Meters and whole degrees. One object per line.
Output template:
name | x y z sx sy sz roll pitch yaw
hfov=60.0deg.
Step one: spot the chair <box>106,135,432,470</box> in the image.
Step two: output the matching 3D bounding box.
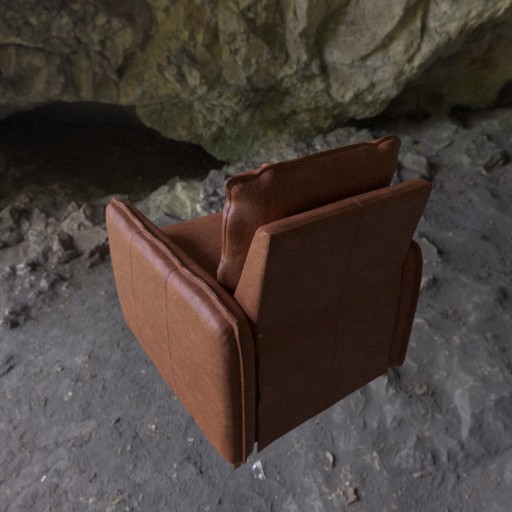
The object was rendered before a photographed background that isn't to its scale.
chair | 0.000 0.000 1.588 0.830 0.922 0.922 -19 35 -30
